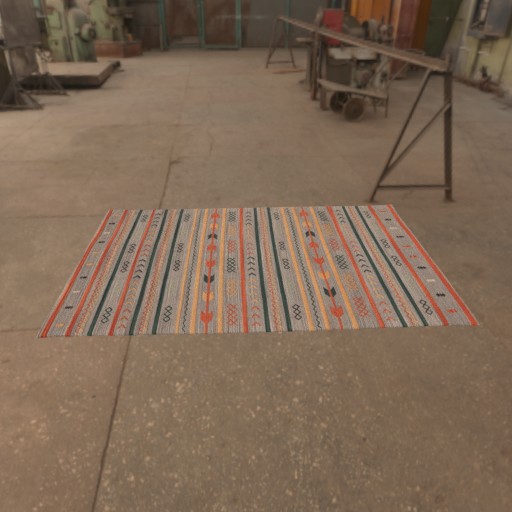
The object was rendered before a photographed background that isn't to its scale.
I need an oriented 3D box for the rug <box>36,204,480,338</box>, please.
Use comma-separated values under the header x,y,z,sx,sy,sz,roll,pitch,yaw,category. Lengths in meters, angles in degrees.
x,y,z,sx,sy,sz,roll,pitch,yaw,category
0.000,0.000,2.343,1.835,0.017,1.220,-1,31,-2,rug
